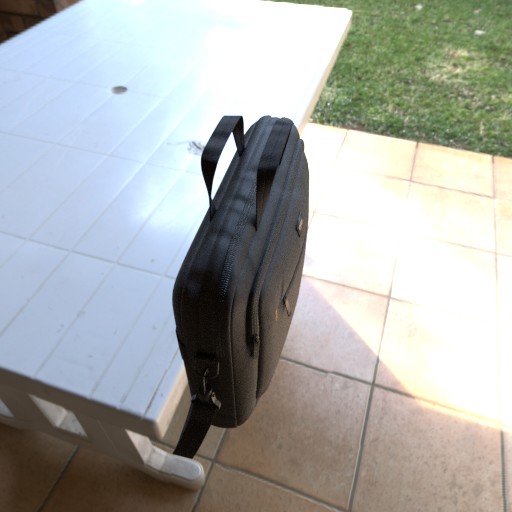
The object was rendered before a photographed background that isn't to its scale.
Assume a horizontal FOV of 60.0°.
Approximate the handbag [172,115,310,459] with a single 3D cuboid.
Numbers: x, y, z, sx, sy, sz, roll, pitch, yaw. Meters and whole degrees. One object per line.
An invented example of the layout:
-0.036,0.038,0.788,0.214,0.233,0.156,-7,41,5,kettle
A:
0.000,0.000,0.421,0.089,0.244,0.320,10,47,9,handbag
